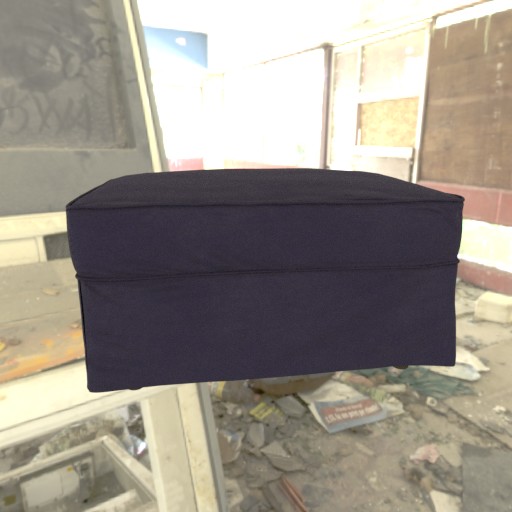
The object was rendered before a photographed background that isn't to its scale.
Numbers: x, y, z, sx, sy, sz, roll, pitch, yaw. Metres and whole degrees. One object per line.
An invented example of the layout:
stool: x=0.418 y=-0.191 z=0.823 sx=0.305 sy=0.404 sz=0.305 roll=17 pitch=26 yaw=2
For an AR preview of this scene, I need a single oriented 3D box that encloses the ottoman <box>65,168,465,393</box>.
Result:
ottoman: x=0.000 y=0.000 z=1.306 sx=0.938 sy=0.503 sz=0.637 roll=-2 pitch=15 yaw=-8
